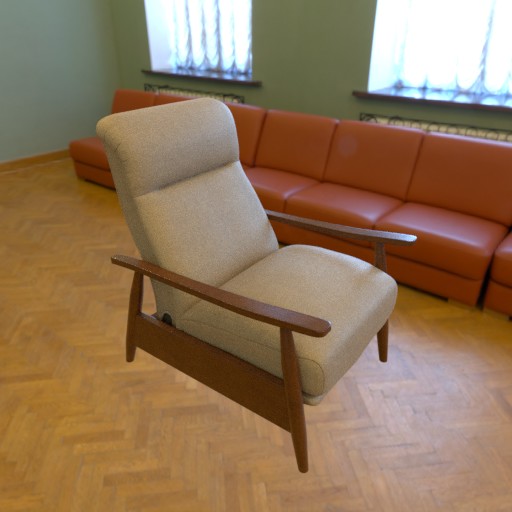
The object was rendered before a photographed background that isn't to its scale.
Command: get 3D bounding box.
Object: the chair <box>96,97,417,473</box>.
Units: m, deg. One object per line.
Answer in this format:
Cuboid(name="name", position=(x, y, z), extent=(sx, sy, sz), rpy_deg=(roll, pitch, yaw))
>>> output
Cuboid(name="chair", position=(0.000, 0.000, 1.789), extent=(1.030, 1.082, 0.762), rpy_deg=(19, 34, 32))
